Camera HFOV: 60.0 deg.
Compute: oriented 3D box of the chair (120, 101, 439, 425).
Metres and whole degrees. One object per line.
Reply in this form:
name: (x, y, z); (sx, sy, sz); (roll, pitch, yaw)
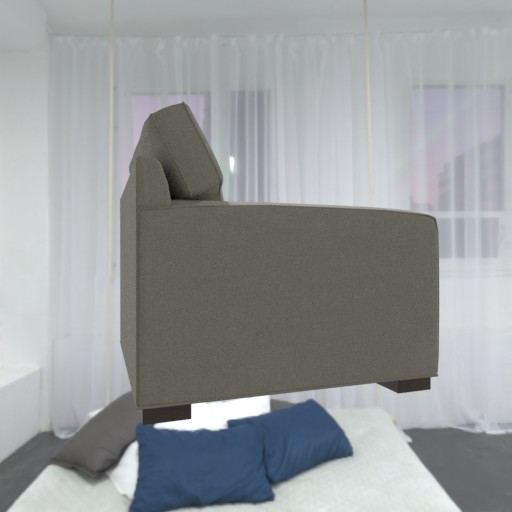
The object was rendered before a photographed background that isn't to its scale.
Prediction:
chair: (0.000, 0.000, 1.845); (1.044, 0.934, 0.999); (0, 0, -19)
